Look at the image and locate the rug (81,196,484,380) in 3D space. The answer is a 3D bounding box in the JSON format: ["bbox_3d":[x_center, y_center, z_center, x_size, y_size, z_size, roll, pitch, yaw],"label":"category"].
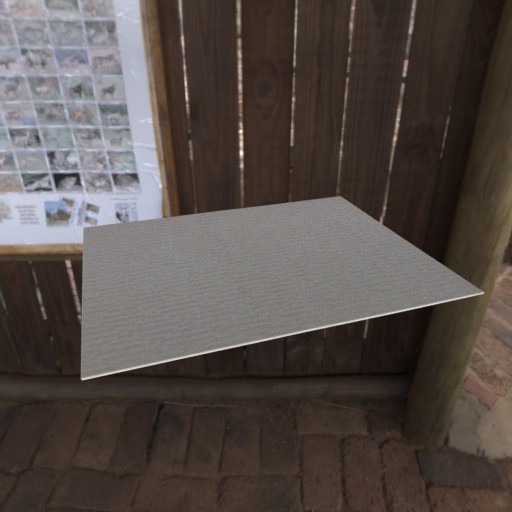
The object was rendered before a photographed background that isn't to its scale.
[{"bbox_3d":[0.000,0.000,4.131,3.055,0.021,2.410,-9,29,-17],"label":"rug"}]
